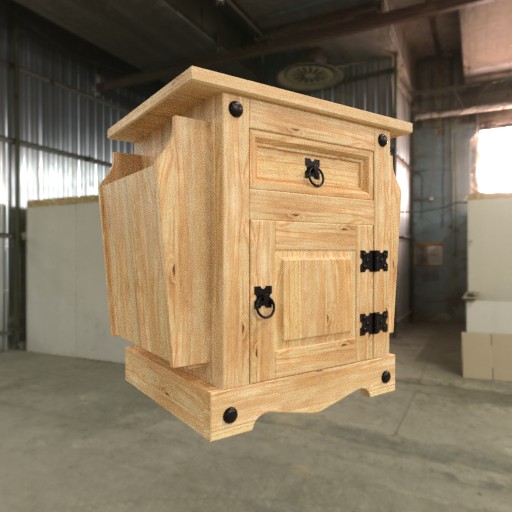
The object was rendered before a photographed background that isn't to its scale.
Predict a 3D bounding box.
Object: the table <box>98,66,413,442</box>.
[{"bbox_3d":[0.000,0.000,0.878,0.530,0.515,0.380,-1,1,-35],"label":"table"}]
